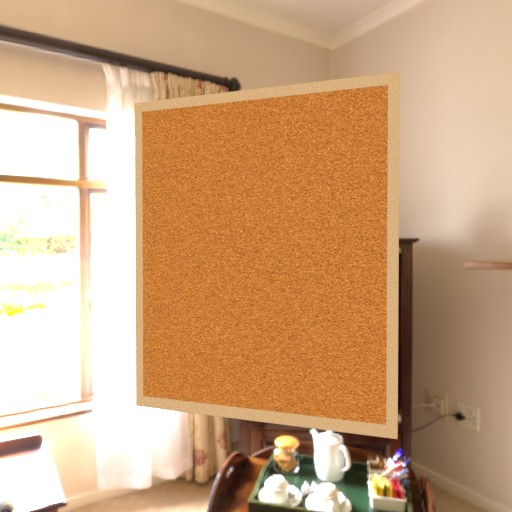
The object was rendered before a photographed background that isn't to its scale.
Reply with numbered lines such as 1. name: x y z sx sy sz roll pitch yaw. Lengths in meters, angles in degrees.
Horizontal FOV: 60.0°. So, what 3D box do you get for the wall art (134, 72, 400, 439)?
1. wall art: 0.000 0.000 0.725 0.444 0.536 0.020 0 1 18
